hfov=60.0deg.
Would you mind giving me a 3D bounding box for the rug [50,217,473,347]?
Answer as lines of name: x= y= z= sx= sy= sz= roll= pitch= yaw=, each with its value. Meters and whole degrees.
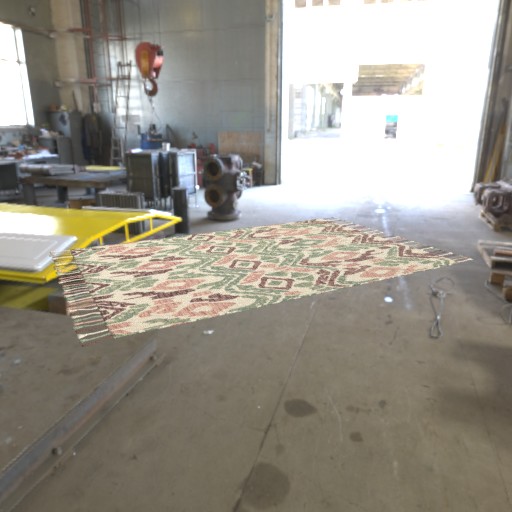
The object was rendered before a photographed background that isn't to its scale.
rug: x=0.000 y=0.000 z=2.966 sx=2.438 sy=0.011 sz=1.524 roll=-9 pitch=19 yaw=-27
